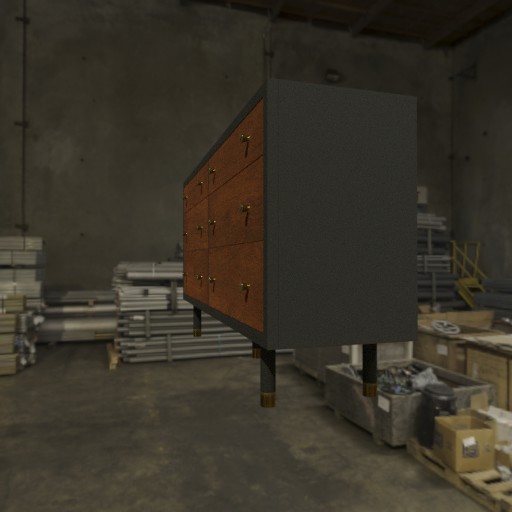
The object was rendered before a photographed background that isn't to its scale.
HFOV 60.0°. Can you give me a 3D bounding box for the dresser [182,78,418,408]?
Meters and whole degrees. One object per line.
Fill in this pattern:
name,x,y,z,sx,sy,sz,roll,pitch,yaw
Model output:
dresser,0.000,0.000,1.908,0.463,0.872,1.558,0,-1,-17
